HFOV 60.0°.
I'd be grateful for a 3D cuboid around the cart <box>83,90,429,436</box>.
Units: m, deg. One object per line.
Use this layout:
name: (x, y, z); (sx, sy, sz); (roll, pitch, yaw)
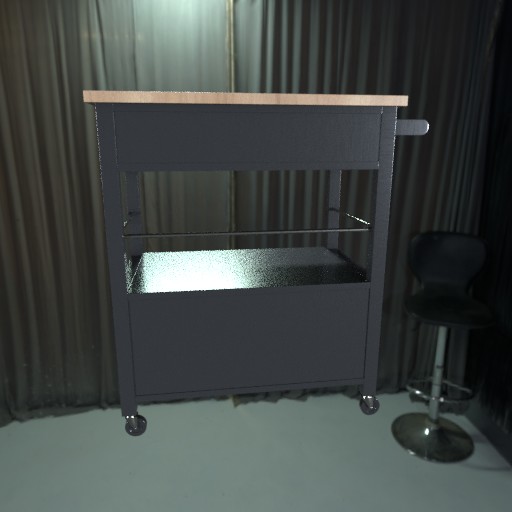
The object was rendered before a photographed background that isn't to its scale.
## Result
cart: (0.000, 0.000, 1.368); (0.840, 0.901, 0.459); (-2, 14, -8)
